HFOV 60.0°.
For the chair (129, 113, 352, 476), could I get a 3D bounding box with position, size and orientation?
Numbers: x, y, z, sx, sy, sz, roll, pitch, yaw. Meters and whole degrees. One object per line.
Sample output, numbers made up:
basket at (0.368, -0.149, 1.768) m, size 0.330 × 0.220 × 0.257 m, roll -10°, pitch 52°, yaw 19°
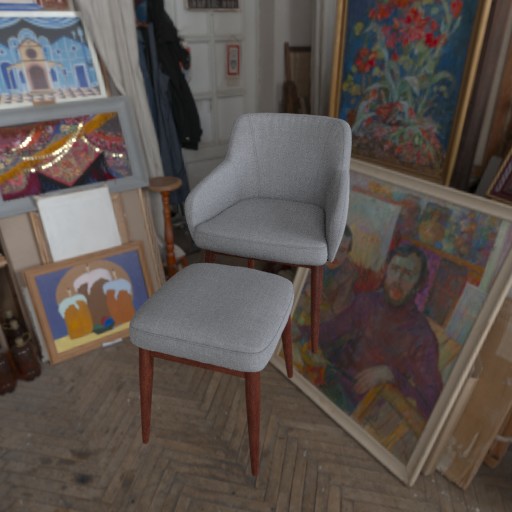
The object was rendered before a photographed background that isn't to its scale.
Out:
chair at (0.000, 0.000, 1.572) m, size 0.584 × 0.799 × 1.107 m, roll 9°, pitch 29°, yaw 16°
